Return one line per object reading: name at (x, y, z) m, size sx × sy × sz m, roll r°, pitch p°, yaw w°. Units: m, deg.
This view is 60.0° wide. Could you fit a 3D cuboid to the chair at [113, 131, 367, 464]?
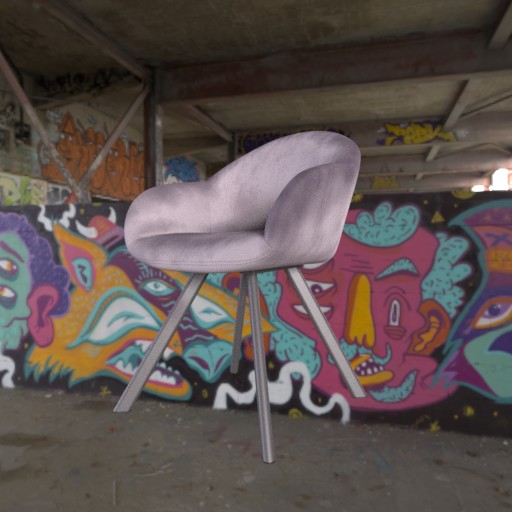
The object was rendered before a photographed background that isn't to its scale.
chair at (0.000, 0.000, 1.228) m, size 0.550 × 0.795 × 0.590 m, roll 0°, pitch 1°, yaw 36°
